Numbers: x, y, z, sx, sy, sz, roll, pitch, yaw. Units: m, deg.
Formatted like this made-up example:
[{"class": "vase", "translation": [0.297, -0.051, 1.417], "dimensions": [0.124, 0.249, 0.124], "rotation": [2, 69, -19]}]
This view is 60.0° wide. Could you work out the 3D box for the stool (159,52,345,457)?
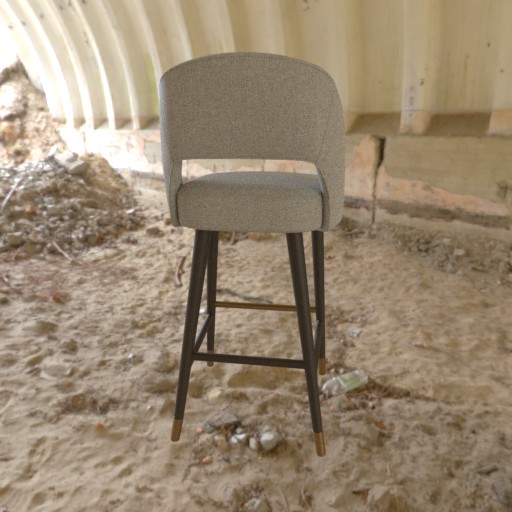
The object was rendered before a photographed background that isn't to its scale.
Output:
[{"class": "stool", "translation": [0.000, 0.000, 1.313], "dimensions": [0.494, 1.037, 0.509], "rotation": [2, 16, 8]}]
